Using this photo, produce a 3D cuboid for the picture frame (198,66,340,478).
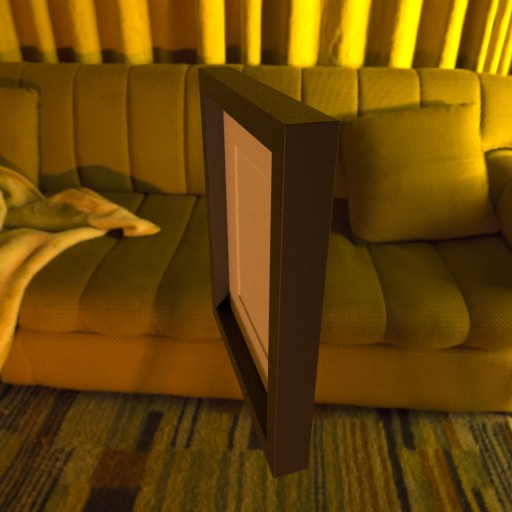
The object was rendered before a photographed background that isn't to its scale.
[{"bbox_3d":[0.000,0.000,0.392,0.042,0.284,0.232,-9,31,-15],"label":"picture frame"}]
